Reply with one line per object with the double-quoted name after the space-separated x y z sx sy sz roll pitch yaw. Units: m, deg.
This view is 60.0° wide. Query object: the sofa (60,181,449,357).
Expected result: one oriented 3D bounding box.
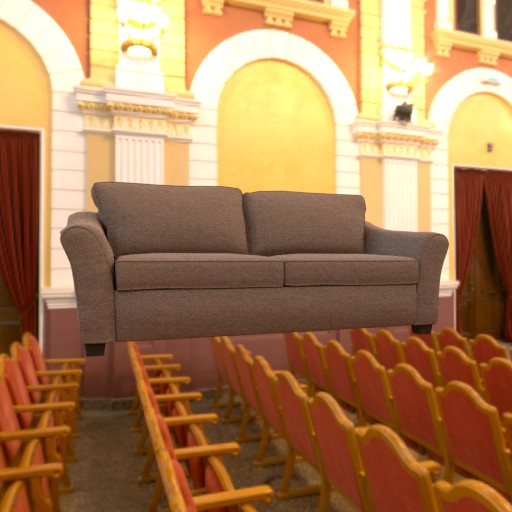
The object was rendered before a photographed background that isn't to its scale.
0.000 0.000 2.823 2.270 0.965 0.980 0 0 -19 "sofa"
